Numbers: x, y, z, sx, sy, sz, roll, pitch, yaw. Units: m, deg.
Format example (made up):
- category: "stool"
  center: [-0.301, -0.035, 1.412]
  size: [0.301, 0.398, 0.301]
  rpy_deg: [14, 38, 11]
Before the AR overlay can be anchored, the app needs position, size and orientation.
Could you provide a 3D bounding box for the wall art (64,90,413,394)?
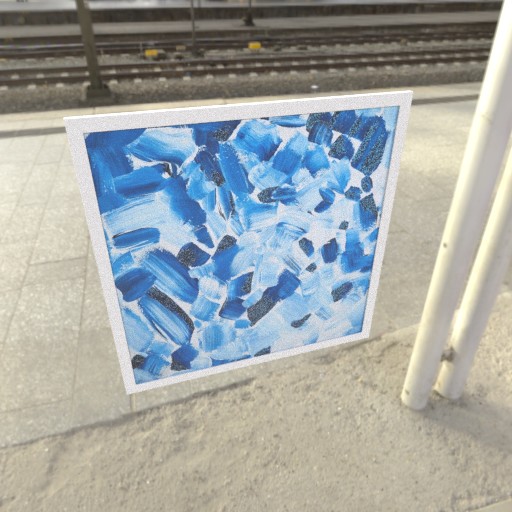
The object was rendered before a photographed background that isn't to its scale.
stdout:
- category: "wall art"
  center: [0.000, 0.000, 1.213]
  size: [0.812, 0.812, 0.015]
  rpy_deg: [-10, 34, -15]
